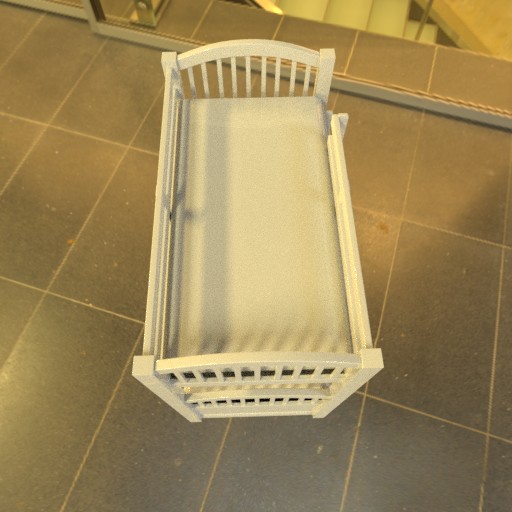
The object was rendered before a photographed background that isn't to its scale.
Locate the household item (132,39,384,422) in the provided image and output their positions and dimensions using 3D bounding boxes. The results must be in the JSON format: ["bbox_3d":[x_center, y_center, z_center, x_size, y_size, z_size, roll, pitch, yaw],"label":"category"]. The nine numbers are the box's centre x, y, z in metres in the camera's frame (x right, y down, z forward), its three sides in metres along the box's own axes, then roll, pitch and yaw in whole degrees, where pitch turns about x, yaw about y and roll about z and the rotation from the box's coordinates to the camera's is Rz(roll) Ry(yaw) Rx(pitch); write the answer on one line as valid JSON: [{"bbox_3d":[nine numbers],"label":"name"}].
[{"bbox_3d":[0.000,0.000,3.212,1.143,2.032,2.032,-2,64,-1],"label":"household item"}]
